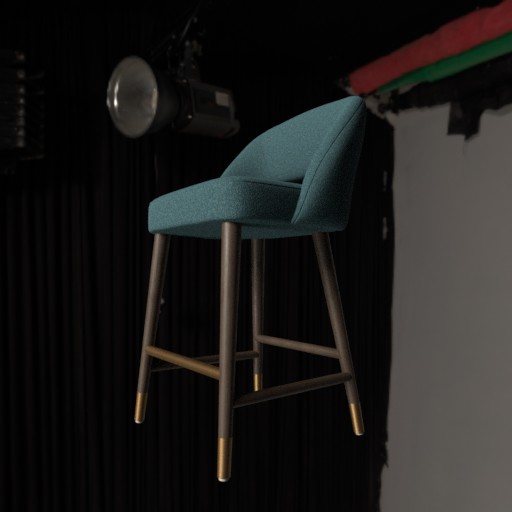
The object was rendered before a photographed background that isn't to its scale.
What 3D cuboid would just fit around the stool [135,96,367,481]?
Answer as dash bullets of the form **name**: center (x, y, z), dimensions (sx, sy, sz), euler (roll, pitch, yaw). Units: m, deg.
- **stool**: center (0.000, 0.000, 1.244), dimensions (0.522, 0.939, 0.536), euler (2, -3, -37)
